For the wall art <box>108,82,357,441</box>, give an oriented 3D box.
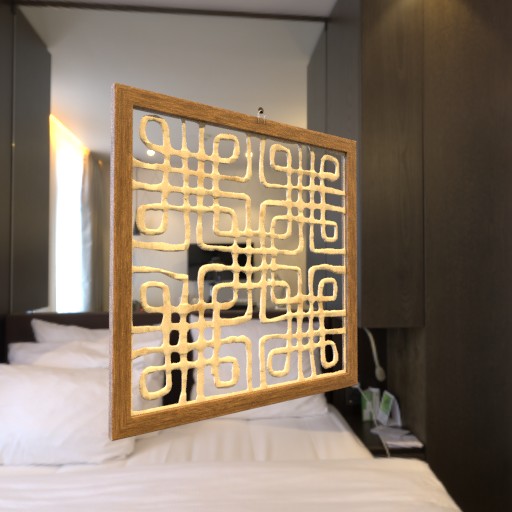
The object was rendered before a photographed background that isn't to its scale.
[{"bbox_3d":[0.000,0.000,0.862,0.561,0.582,0.021,1,-2,-36],"label":"wall art"}]
